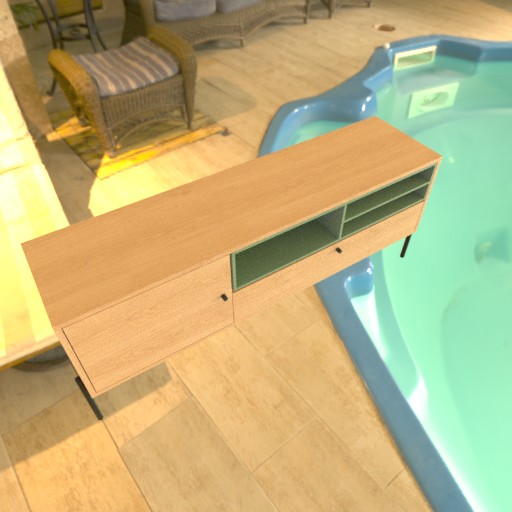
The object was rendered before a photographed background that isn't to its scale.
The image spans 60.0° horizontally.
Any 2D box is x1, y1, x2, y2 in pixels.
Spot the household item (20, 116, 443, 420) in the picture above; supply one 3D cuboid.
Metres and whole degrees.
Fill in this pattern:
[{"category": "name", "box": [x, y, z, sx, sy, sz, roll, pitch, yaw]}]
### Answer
[{"category": "household item", "box": [0.000, 0.000, 1.774, 1.550, 0.600, 0.400, -25, 51, -22]}]
